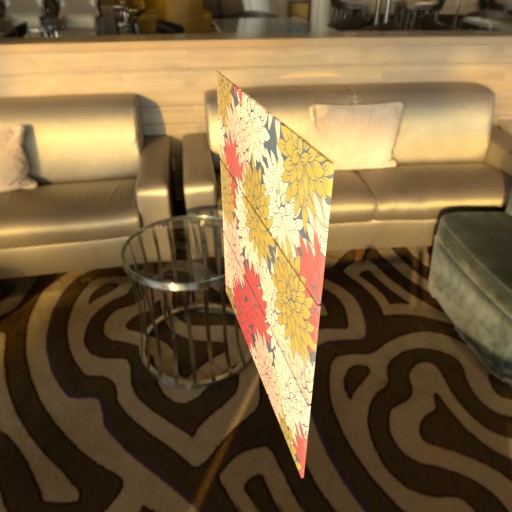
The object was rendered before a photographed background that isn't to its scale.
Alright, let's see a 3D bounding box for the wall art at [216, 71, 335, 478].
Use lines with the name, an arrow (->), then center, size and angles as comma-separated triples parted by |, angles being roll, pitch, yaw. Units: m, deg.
wall art -> 0.000, 0.000, 2.279 | 0.013, 1.534, 1.519 | -9, 33, -14
